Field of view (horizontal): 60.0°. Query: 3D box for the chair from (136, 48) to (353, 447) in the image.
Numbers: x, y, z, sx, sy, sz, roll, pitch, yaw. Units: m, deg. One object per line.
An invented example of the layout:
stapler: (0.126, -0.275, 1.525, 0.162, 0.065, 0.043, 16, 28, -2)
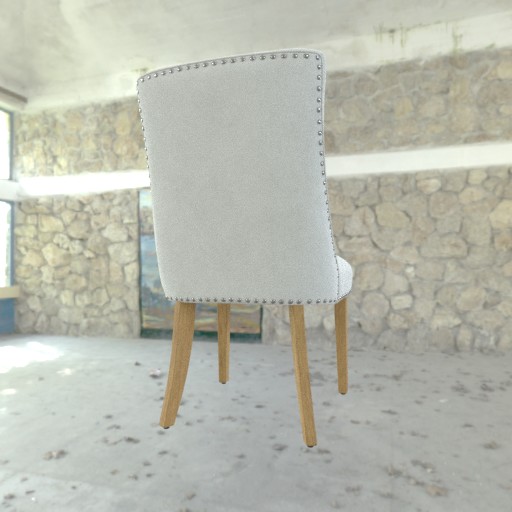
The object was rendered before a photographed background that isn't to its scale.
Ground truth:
chair: (0.000, 0.000, 1.269, 0.495, 0.902, 0.610, 0, -1, 18)
